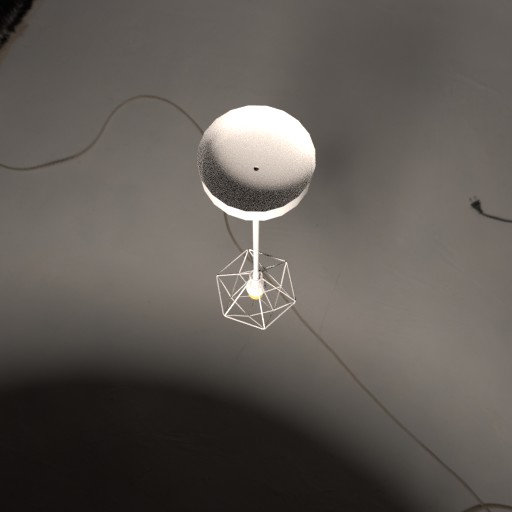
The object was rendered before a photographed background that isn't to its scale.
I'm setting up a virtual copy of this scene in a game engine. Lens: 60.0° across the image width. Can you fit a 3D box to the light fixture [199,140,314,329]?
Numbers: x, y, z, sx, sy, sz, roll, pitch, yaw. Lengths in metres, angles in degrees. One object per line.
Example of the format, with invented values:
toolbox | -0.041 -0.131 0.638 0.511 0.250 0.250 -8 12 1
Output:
light fixture | 0.000 0.000 1.943 0.487 1.764 0.431 18 75 5
